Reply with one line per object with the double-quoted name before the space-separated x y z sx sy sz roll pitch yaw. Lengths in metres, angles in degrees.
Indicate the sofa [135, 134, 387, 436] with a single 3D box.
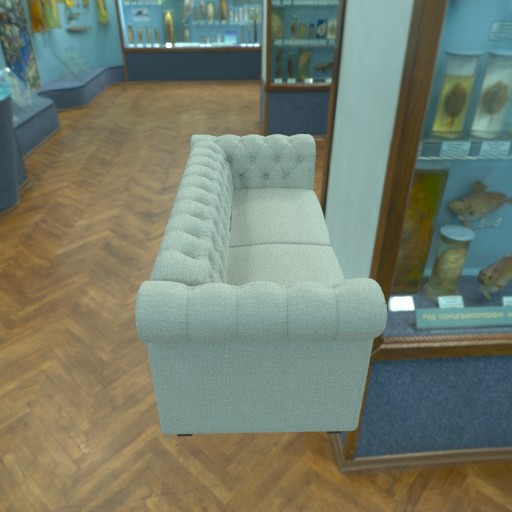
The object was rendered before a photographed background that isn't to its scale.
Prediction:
"sofa" 0.000 0.000 2.264 0.783 0.797 1.798 -1 32 -1
